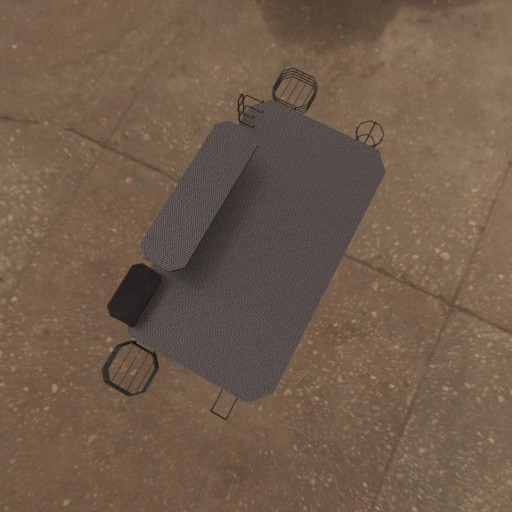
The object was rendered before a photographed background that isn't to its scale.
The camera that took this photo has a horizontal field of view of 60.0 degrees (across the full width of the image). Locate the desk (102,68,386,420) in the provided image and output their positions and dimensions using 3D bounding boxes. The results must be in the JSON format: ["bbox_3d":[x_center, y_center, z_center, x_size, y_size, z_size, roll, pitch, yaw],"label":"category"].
[{"bbox_3d":[0.000,0.000,1.769,0.580,0.880,1.290,28,78,7],"label":"desk"}]
